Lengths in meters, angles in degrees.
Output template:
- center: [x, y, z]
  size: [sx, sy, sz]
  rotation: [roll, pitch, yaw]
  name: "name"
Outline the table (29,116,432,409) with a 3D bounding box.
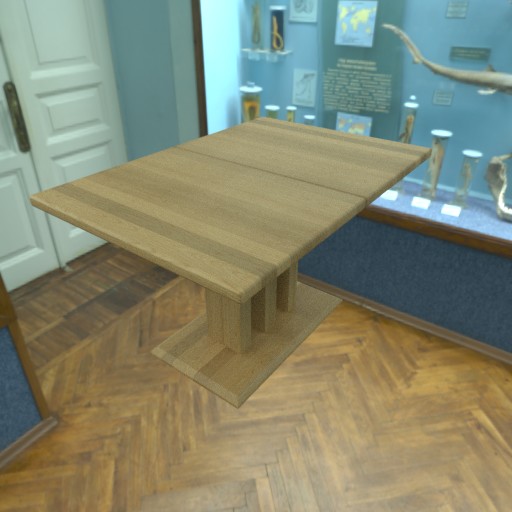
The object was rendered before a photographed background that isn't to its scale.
- center: [0.000, 0.000, 1.867]
  size: [0.900, 0.770, 1.300]
  rotation: [21, 37, 31]
  name: "table"
